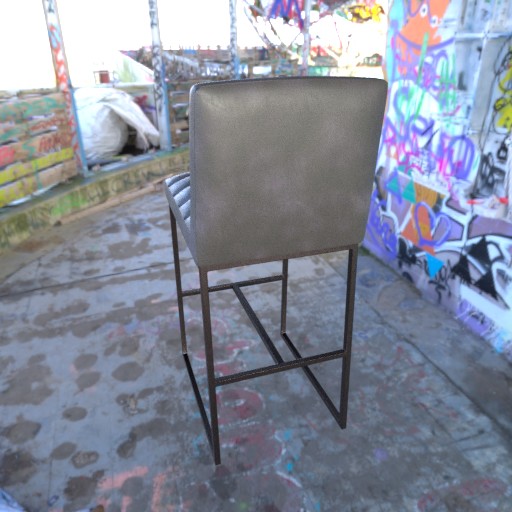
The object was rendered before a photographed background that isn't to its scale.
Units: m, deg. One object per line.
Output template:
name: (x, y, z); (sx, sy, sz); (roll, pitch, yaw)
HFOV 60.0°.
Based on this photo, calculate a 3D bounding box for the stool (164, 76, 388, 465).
stool: (0.000, 0.000, 1.370); (0.463, 1.065, 0.562); (-8, 27, -17)
